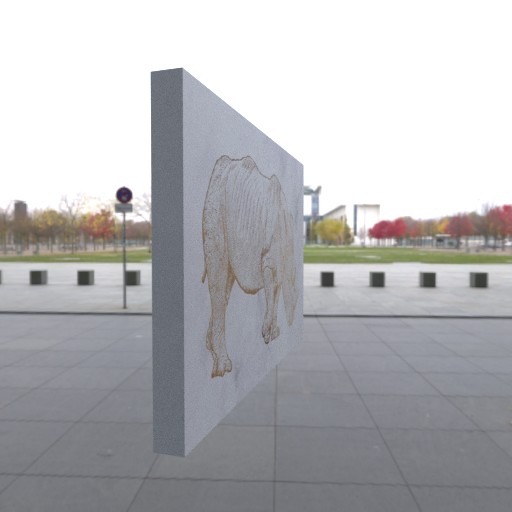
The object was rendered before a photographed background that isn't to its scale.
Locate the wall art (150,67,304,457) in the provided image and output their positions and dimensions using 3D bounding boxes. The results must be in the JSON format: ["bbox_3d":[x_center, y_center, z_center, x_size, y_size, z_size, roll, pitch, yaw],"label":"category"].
[{"bbox_3d":[0.000,0.000,0.757,0.038,0.407,0.609,1,2,18],"label":"wall art"}]
